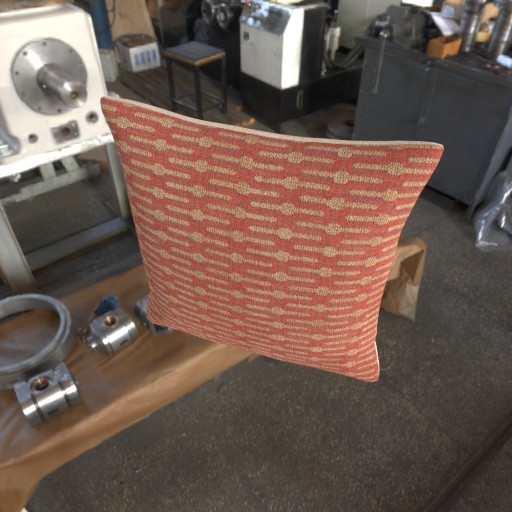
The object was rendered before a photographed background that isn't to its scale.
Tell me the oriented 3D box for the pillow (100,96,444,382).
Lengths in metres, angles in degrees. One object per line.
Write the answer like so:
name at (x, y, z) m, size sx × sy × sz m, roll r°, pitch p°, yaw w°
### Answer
pillow at (0.000, 0.000, 0.780) m, size 0.511 × 0.503 × 0.182 m, roll 12°, pitch 42°, yaw 14°
